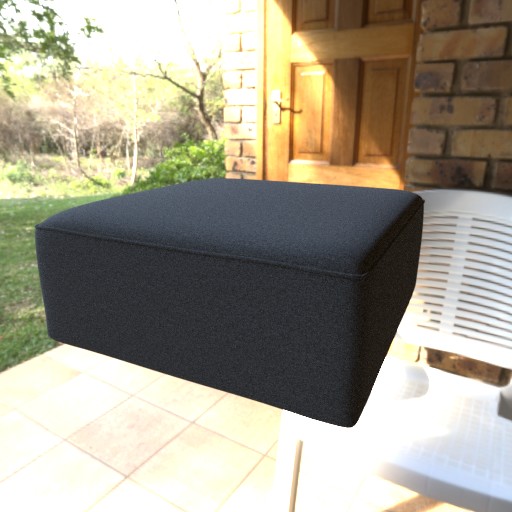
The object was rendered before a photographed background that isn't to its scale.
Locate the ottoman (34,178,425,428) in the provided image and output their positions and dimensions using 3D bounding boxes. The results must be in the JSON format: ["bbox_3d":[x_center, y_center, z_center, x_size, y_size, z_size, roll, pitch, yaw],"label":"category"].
[{"bbox_3d":[0.000,0.000,1.570,1.005,0.464,1.015,8,19,25],"label":"ottoman"}]
